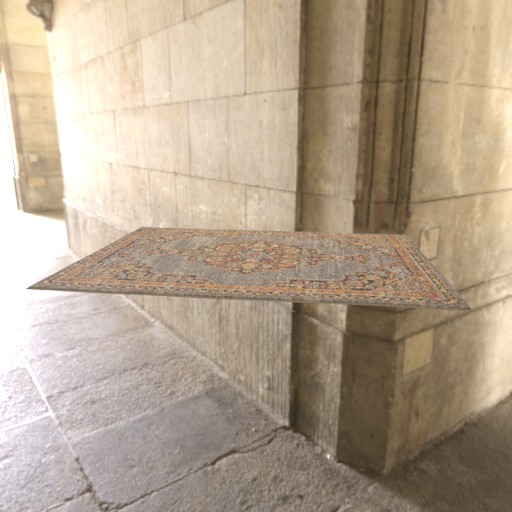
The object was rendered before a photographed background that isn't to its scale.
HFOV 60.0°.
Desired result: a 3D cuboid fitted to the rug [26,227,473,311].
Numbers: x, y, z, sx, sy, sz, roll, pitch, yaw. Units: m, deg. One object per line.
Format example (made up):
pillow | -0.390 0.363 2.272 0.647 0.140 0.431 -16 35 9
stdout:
rug | 0.000 0.000 4.022 3.063 0.024 2.158 2 16 7
